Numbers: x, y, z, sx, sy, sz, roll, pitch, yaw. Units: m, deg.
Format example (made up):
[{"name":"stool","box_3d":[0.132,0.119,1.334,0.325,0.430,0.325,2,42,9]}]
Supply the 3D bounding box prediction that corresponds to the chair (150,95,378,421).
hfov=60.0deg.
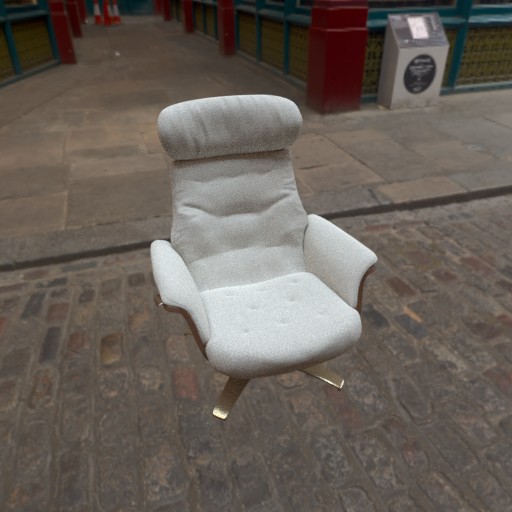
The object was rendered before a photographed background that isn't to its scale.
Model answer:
[{"name":"chair","box_3d":[0.000,0.000,1.652,0.785,0.995,0.837,-10,34,-15]}]
